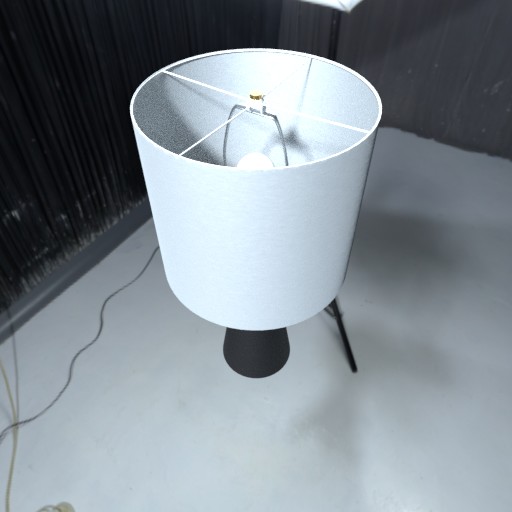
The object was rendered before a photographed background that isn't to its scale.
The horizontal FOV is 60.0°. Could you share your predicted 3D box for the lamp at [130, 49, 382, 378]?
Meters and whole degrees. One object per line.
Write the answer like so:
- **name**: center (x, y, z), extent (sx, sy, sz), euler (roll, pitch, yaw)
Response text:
- **lamp**: center (0.000, 0.000, 0.756), extent (0.308, 0.580, 0.308), euler (24, 51, 22)
